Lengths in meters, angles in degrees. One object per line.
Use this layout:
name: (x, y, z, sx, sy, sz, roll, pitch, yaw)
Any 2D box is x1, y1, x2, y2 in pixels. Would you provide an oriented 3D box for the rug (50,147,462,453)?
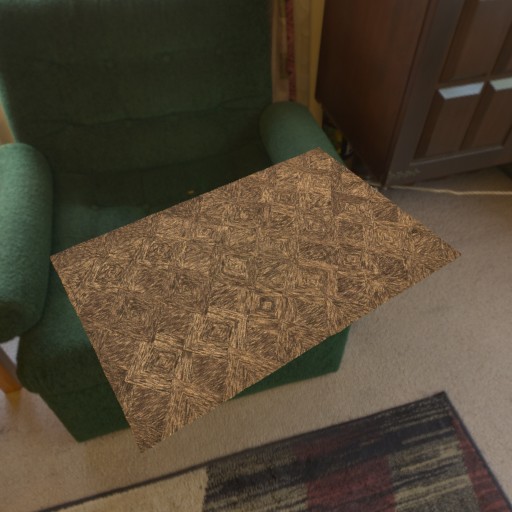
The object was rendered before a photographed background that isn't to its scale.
rug: (0.000, 0.000, 2.311, 1.808, 0.011, 1.189, -26, 52, -22)
